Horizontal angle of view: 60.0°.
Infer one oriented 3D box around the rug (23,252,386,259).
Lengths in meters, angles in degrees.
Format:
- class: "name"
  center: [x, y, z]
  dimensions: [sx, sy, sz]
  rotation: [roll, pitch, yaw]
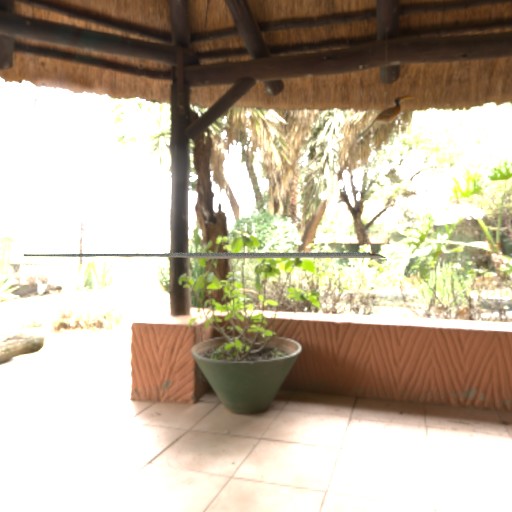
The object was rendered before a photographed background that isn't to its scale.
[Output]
- class: "rug"
  center: [0.000, 0.000, 2.962]
  dimensions: [1.613, 0.030, 2.306]
  rotation: [0, -1, 18]
